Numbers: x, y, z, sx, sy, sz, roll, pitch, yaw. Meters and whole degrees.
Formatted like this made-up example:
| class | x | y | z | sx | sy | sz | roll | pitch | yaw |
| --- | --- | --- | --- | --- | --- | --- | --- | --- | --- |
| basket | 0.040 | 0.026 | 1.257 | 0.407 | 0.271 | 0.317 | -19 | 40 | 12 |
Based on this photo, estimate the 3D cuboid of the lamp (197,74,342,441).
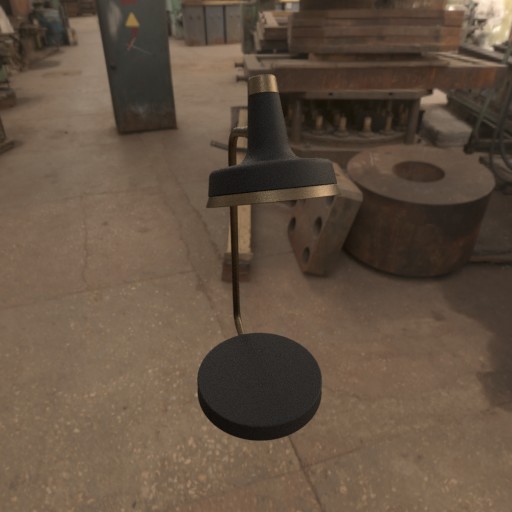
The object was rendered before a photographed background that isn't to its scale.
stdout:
| class | x | y | z | sx | sy | sz | roll | pitch | yaw |
| --- | --- | --- | --- | --- | --- | --- | --- | --- | --- |
| lamp | 0.000 | 0.000 | 0.493 | 0.162 | 0.385 | 0.218 | -9 | 33 | -14 |
